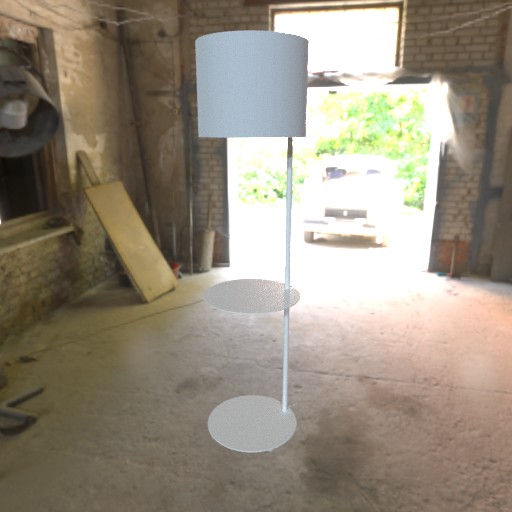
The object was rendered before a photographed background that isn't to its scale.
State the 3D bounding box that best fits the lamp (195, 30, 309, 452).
[{"bbox_3d":[0.000,0.000,1.666,0.405,1.465,0.372,-8,18,-25],"label":"lamp"}]
